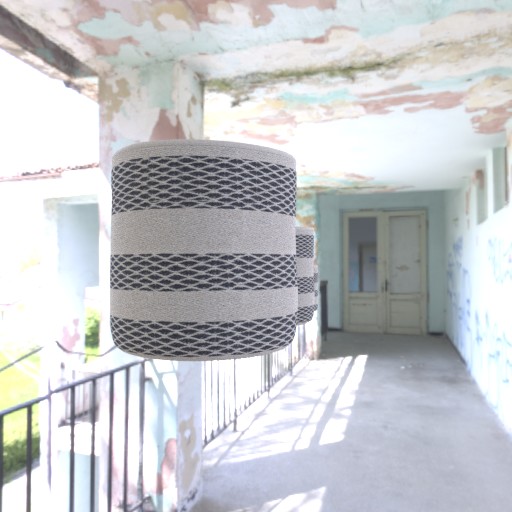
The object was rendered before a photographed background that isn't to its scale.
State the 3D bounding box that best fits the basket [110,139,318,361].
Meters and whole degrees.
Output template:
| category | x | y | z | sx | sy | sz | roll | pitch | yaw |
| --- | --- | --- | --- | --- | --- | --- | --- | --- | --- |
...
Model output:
| category | x | y | z | sx | sy | sz | roll | pitch | yaw |
| --- | --- | --- | --- | --- | --- | --- | --- | --- | --- |
| basket | 0.000 | 0.000 | 1.117 | 0.351 | 0.356 | 0.917 | 0 | -1 | 20 |
